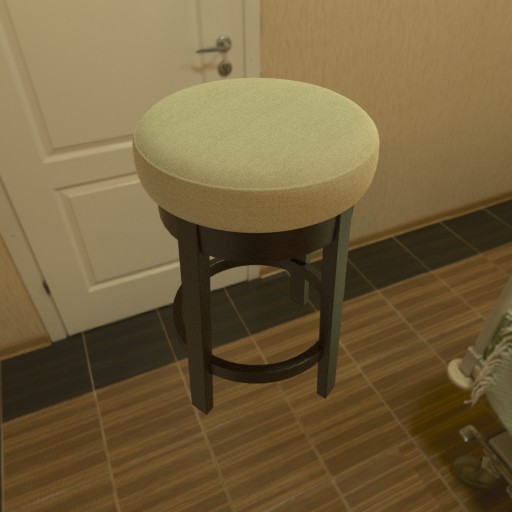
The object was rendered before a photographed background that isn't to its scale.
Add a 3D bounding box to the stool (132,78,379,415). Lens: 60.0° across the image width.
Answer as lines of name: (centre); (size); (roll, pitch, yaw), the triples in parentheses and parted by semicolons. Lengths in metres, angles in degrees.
stool: (0.000, 0.000, 0.968); (0.449, 0.655, 0.449); (0, 41, 0)
